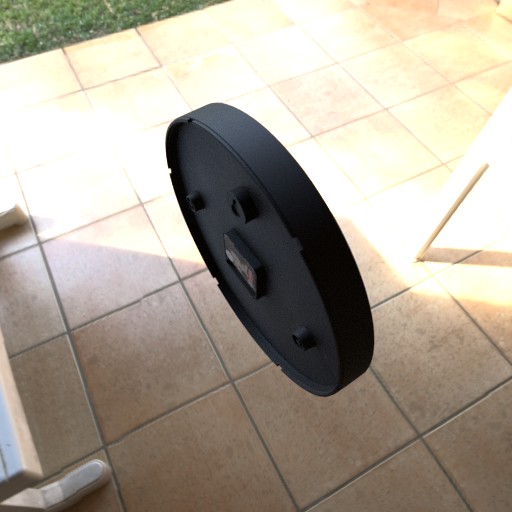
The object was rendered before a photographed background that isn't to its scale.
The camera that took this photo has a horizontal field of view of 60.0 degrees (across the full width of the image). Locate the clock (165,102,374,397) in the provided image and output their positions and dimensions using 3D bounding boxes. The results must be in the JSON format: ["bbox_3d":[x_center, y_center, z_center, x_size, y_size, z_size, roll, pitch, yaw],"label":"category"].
[{"bbox_3d":[0.000,0.000,0.435,0.040,0.293,0.293,-30,62,-18],"label":"clock"}]
